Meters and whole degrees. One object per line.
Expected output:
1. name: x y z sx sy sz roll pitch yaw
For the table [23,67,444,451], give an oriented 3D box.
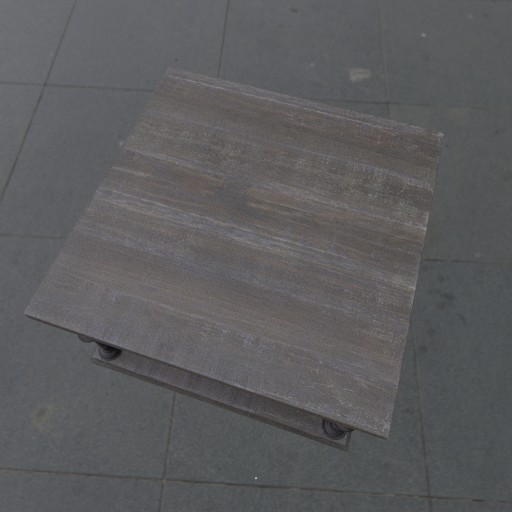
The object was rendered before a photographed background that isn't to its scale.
1. table: 0.000 0.000 1.114 0.696 0.400 0.696 16 65 8
